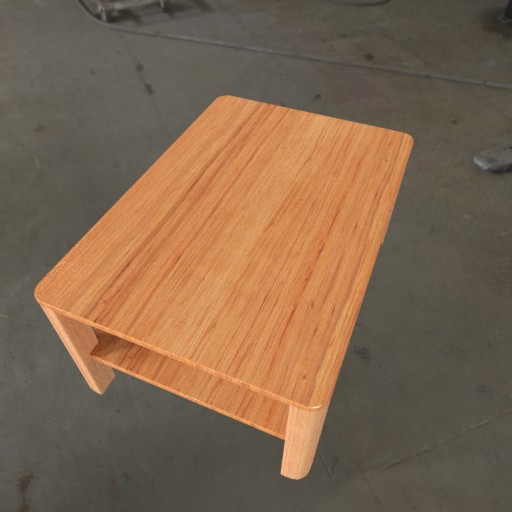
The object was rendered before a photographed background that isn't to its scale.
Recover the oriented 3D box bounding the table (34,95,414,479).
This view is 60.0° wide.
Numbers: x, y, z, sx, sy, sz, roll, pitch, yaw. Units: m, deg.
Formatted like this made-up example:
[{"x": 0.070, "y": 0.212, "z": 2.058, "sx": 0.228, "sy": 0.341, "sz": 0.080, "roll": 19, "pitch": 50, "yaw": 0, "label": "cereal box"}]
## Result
[{"x": 0.000, "y": 0.000, "z": 1.372, "sx": 0.696, "sy": 0.445, "sz": 0.997, "roll": 17, "pitch": 50, "yaw": 15, "label": "table"}]
